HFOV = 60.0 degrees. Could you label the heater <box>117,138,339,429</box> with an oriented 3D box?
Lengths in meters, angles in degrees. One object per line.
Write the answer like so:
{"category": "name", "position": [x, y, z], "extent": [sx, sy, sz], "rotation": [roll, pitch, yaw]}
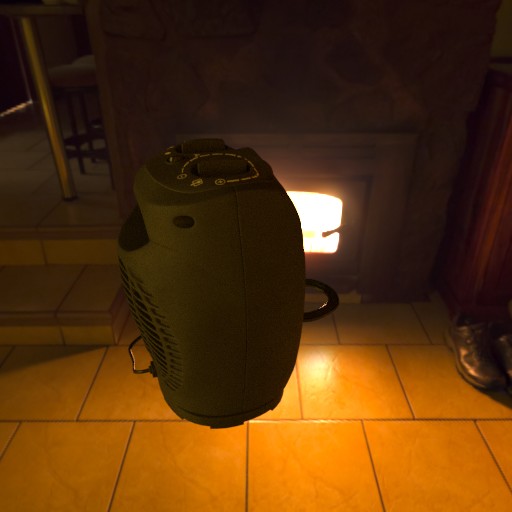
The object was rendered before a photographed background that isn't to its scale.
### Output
{"category": "heater", "position": [0.000, 0.000, 0.474], "extent": [0.291, 0.255, 0.239], "rotation": [-10, 31, -17]}
